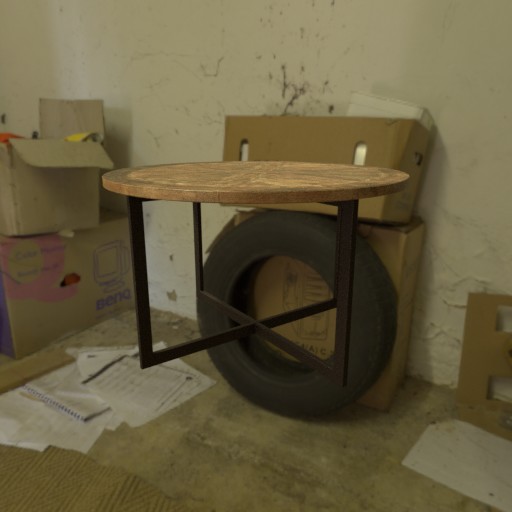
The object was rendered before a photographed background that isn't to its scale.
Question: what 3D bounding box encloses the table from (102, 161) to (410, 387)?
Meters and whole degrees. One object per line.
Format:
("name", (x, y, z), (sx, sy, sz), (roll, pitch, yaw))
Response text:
("table", (0.000, 0.000, 2.023), (1.264, 0.762, 1.264), (0, 16, 0))
